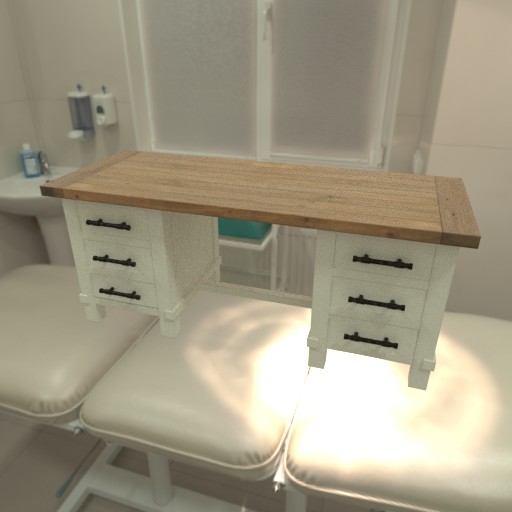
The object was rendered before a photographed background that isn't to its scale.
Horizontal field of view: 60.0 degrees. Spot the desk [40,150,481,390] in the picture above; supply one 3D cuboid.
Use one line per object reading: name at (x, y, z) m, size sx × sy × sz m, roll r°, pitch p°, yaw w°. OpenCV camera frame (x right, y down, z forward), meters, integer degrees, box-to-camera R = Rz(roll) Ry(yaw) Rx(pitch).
desk at (0.000, 0.000, 2.197) m, size 1.803 × 0.760 × 0.688 m, roll 8°, pitch 28°, yaw 16°
